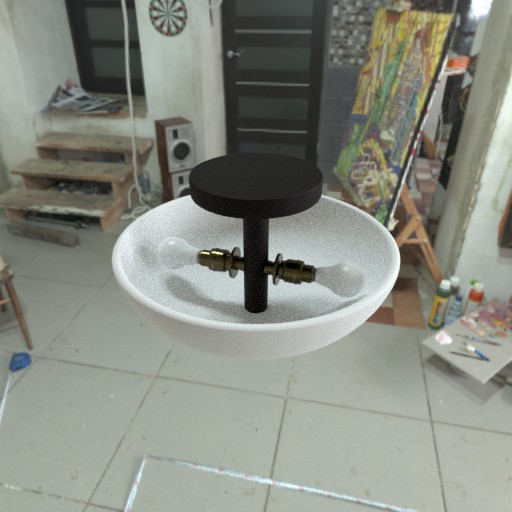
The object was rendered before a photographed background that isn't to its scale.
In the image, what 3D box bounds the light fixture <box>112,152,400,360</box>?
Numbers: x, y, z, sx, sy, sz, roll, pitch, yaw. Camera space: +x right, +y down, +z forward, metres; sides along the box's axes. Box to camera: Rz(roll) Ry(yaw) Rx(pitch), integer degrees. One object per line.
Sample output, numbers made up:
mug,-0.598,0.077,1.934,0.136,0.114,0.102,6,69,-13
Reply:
light fixture,0.000,0.000,0.538,0.331,0.212,0.331,0,31,0
